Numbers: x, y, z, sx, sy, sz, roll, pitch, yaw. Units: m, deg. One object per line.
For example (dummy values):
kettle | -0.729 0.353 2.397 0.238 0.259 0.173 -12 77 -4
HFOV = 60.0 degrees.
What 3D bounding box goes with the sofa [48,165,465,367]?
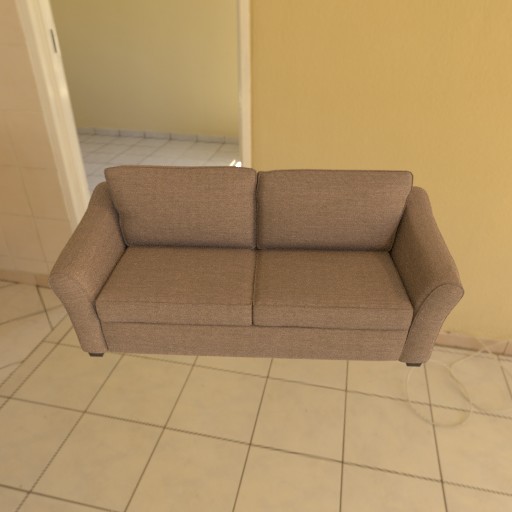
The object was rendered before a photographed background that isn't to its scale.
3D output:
sofa | 0.000 0.000 2.782 2.270 0.965 0.980 1 31 2
